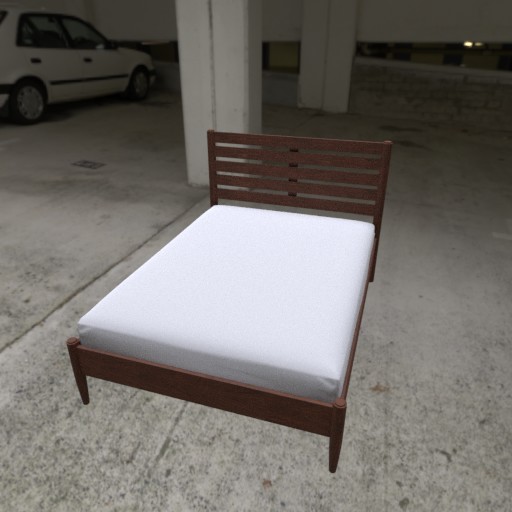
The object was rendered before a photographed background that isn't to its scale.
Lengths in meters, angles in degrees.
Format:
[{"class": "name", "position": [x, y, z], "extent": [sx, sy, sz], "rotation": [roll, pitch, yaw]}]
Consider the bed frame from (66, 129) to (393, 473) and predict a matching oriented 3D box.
[{"class": "bed frame", "position": [0.000, 0.000, 3.246], "extent": [1.655, 1.321, 2.234], "rotation": [8, 28, 16]}]
